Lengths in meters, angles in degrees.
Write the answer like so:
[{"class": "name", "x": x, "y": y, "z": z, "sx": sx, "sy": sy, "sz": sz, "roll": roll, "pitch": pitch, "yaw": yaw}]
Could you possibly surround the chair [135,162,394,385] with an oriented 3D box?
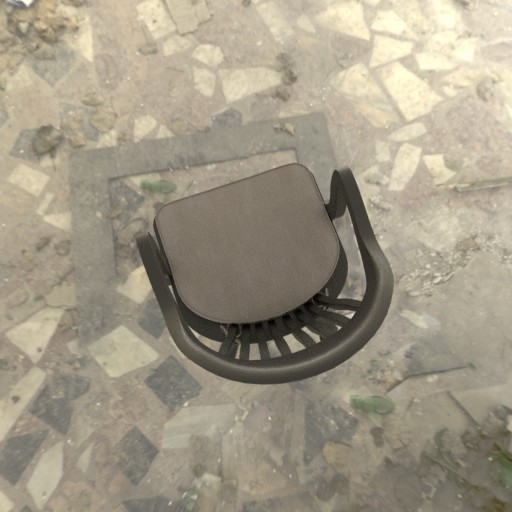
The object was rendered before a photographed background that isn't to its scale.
[{"class": "chair", "x": 0.000, "y": 0.000, "z": 1.437, "sx": 0.750, "sy": 0.878, "sz": 0.788, "roll": -19, "pitch": 76, "yaw": -5}]
